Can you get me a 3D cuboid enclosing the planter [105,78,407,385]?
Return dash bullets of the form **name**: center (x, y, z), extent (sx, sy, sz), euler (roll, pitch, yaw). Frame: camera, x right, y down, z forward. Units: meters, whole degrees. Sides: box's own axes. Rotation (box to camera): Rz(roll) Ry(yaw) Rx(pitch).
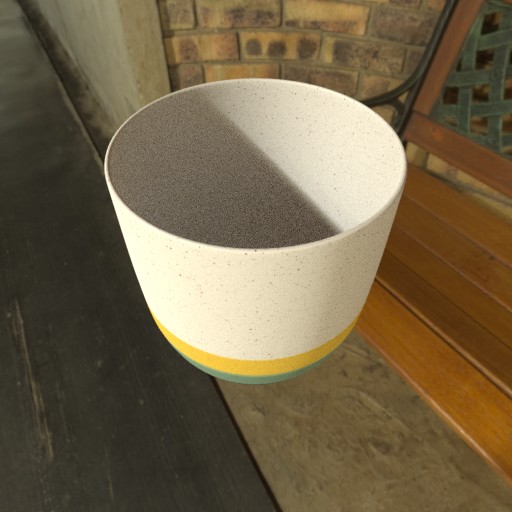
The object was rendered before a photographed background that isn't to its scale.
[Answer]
- **planter**: center (0.000, 0.000, 0.369), extent (0.195, 0.214, 0.195), euler (0, 47, 0)
